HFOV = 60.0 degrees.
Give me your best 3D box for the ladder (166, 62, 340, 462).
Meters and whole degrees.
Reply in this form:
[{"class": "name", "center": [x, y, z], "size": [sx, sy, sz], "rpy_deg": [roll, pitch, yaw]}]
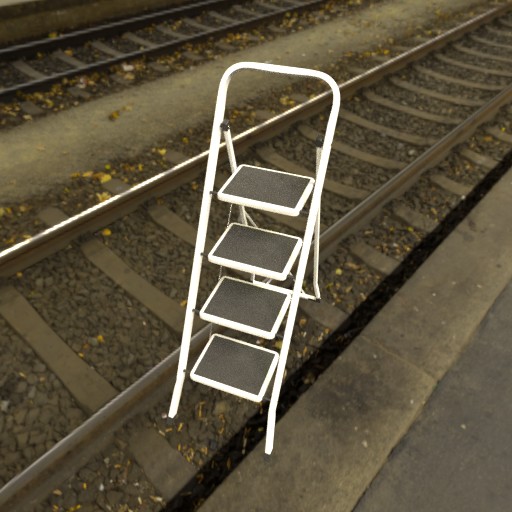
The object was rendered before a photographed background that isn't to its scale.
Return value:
[{"class": "ladder", "center": [0.000, 0.000, 1.700], "size": [0.460, 1.265, 0.914], "rpy_deg": [14, 43, 15]}]
